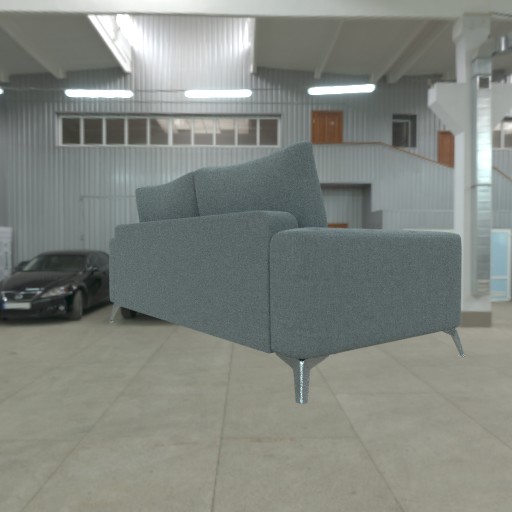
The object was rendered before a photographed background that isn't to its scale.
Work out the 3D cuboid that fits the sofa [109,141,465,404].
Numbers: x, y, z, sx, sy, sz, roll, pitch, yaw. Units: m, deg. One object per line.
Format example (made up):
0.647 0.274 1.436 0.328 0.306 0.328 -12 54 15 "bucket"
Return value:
0.000 0.000 2.154 0.920 0.790 1.650 -1 2 -37 "sofa"
